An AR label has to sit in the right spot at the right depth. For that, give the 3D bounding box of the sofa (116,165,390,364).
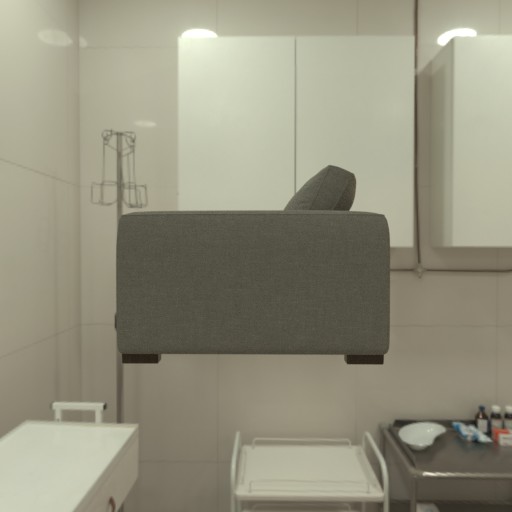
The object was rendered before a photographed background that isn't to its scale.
[{"bbox_3d":[0.000,0.000,2.783,1.070,0.801,2.262,0,1,1],"label":"sofa"}]
